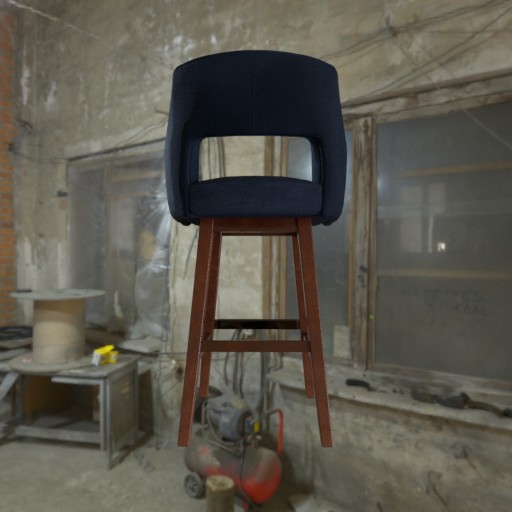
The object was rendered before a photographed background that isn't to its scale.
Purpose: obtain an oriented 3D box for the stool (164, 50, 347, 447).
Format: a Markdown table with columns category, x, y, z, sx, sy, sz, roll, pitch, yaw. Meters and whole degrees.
| category | x | y | z | sx | sy | sz | roll | pitch | yaw |
| --- | --- | --- | --- | --- | --- | --- | --- | --- | --- |
| stool | 0.000 | 0.000 | 1.386 | 0.550 | 1.041 | 0.560 | 0 | 0 | 1 |
